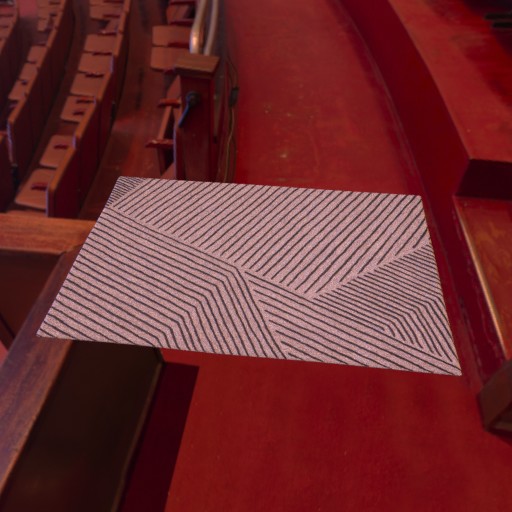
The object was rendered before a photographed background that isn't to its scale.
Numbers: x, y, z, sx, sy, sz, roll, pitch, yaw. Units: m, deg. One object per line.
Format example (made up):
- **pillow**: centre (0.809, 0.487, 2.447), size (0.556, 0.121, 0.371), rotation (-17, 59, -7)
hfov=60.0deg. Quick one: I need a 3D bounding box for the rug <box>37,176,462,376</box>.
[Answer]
- **rug**: centre (0.000, 0.000, 3.002), size (2.406, 0.023, 1.539), rotation (4, 47, 4)
